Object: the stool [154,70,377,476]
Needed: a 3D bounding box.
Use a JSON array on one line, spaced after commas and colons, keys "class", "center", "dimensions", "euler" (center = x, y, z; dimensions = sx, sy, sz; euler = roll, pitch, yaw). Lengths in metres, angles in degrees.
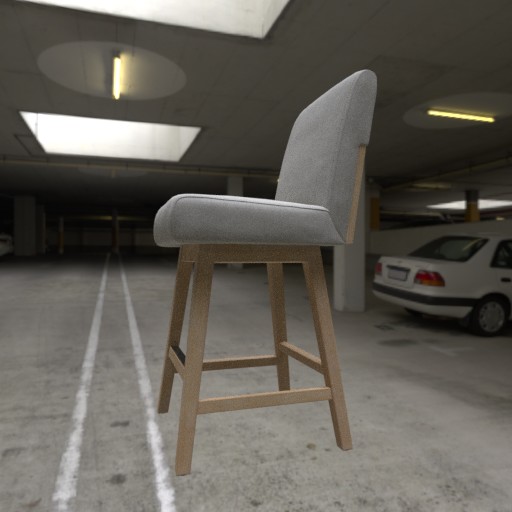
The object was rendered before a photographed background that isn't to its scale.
[{"class": "stool", "center": [0.000, 0.000, 1.398], "dimensions": [0.606, 1.085, 0.507], "euler": [0, 0, -18]}]
